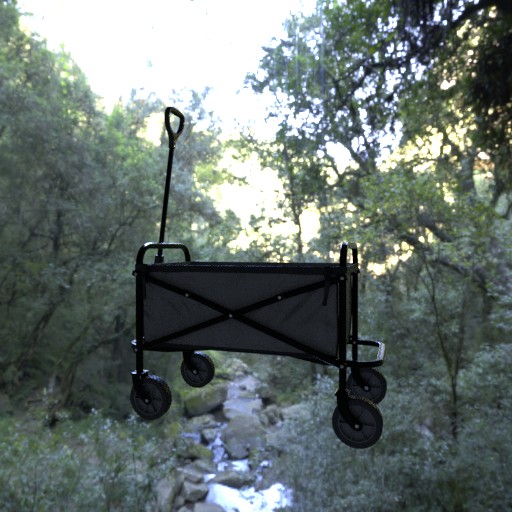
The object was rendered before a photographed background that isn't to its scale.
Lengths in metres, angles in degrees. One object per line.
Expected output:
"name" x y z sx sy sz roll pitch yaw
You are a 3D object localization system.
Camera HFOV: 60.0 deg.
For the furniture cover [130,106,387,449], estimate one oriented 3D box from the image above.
"furniture cover" 0.000 0.000 1.846 1.038 1.295 0.532 0 1 18
